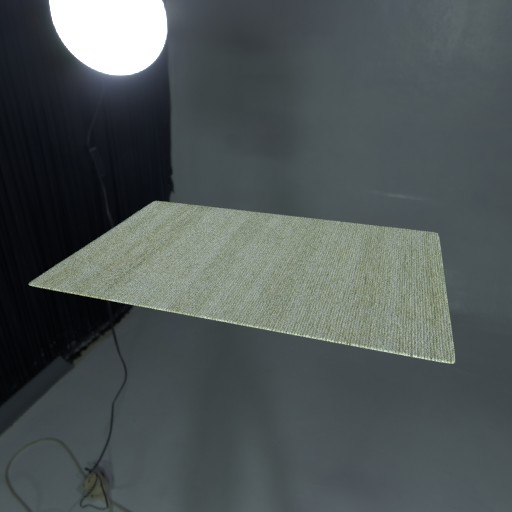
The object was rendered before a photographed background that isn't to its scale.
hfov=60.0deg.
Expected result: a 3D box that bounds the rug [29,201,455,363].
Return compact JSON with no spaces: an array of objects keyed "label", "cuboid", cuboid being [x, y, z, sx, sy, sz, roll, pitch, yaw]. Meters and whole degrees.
[{"label":"rug","cuboid":[0.000,0.000,2.202,1.758,0.010,1.143,8,28,16]}]
